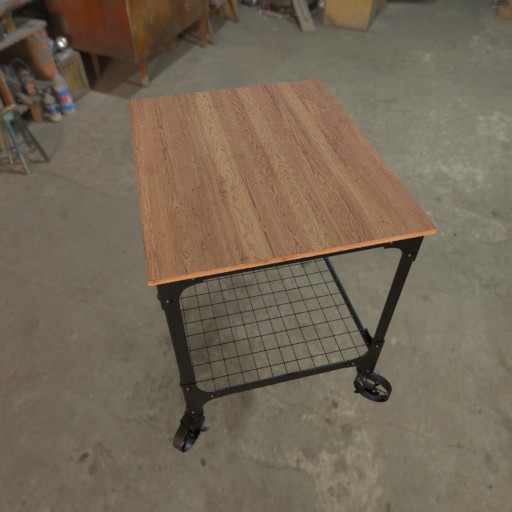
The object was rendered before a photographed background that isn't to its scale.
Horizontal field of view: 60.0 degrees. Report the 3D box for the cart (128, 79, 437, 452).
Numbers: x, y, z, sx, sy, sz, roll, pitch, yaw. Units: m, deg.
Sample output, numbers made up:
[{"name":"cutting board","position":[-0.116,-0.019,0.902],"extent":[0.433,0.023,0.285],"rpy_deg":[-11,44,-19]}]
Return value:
[{"name":"cart","position":[0.000,0.000,1.119],"extent":[0.558,0.603,0.666],"rpy_deg":[-10,47,-10]}]
